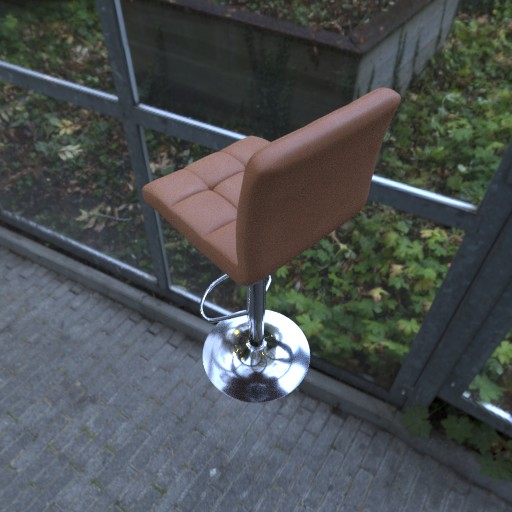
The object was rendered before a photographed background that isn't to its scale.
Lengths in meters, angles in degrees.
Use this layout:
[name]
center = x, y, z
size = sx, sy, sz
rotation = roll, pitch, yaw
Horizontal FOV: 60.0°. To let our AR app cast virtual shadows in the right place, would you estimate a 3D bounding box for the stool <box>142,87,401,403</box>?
[stool]
center = 0.000, 0.000, 1.363
size = 0.430, 1.115, 0.505
rotation = -33, 55, -28
